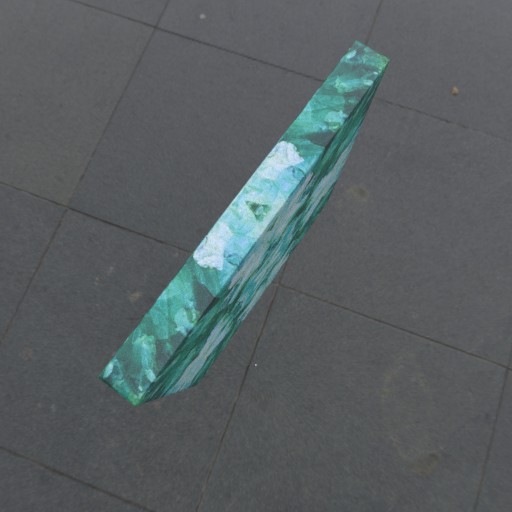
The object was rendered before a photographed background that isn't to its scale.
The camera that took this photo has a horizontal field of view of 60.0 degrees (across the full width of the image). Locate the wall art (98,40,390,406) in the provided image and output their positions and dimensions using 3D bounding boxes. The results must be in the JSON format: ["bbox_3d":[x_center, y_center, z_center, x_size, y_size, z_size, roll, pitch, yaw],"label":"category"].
[{"bbox_3d":[0.000,0.000,0.465,0.033,0.313,0.313,35,79,8],"label":"wall art"}]
